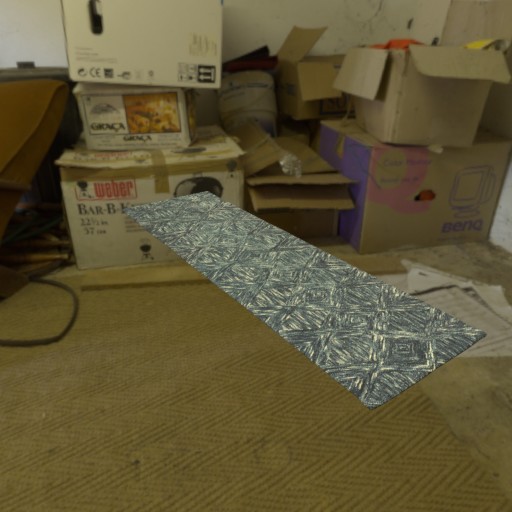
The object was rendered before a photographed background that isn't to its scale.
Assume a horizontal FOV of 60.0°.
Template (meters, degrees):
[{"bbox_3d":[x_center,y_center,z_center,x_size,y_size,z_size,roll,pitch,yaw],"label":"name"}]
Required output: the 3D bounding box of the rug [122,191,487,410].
[{"bbox_3d":[0.000,0.000,2.481,0.719,0.013,2.306,-18,32,-32],"label":"rug"}]
